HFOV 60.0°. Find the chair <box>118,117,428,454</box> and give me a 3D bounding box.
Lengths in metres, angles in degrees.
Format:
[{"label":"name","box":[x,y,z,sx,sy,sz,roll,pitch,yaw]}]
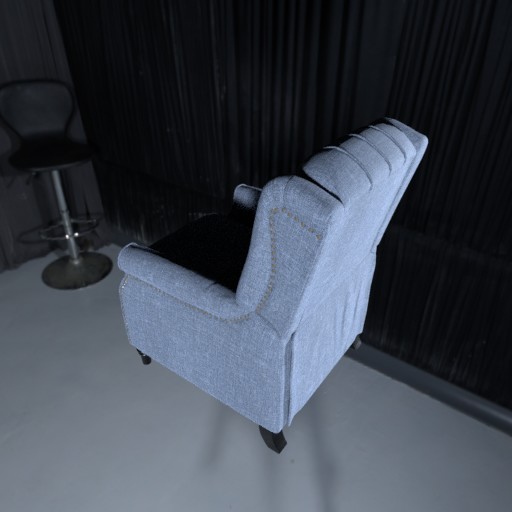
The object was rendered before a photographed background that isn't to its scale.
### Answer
[{"label":"chair","box":[0.000,0.000,1.644,0.898,1.035,0.742,22,38,30]}]
